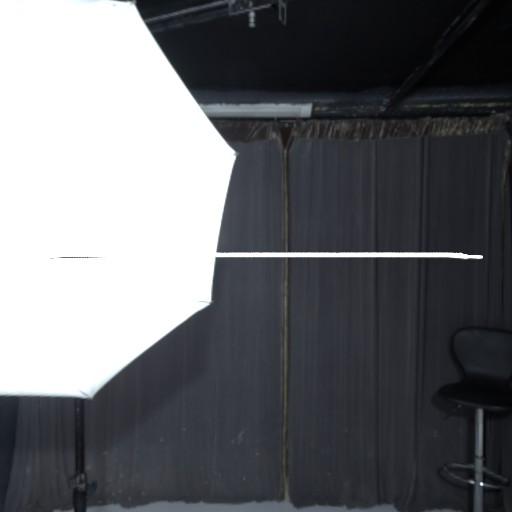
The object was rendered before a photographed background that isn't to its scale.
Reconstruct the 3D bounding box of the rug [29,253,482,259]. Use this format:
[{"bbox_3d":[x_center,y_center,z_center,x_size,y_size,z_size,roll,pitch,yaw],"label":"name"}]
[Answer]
[{"bbox_3d":[0.000,0.000,2.948,2.307,0.031,1.494,0,0,1],"label":"rug"}]
